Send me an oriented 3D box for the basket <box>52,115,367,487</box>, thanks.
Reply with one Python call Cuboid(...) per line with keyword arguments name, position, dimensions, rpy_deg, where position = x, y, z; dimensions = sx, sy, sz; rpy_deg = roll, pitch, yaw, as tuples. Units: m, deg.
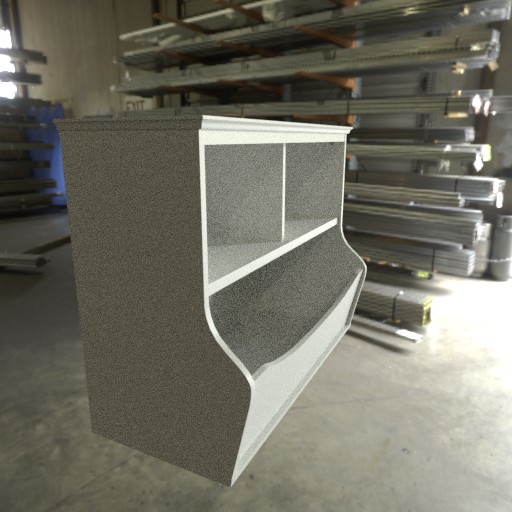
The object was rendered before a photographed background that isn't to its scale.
Cuboid(name="basket", position=(0.000, 0.000, 1.095), dimensions=(0.376, 0.625, 0.792), rpy_deg=(7, 17, 26))
